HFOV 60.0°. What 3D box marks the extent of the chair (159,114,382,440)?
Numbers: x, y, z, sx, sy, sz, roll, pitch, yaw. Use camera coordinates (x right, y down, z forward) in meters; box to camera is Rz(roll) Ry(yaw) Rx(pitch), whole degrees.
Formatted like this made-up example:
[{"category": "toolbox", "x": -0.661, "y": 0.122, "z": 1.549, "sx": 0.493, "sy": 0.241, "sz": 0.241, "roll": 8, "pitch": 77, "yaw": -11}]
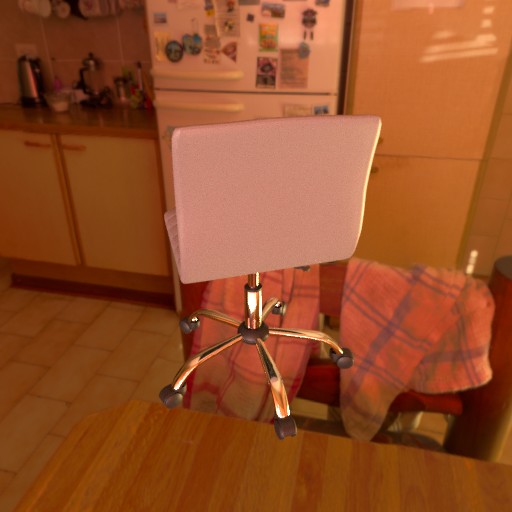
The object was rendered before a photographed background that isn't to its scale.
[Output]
[{"category": "chair", "x": 0.000, "y": 0.000, "z": 1.121, "sx": 0.569, "sy": 0.750, "sz": 0.542, "roll": -8, "pitch": 29, "yaw": -15}]
